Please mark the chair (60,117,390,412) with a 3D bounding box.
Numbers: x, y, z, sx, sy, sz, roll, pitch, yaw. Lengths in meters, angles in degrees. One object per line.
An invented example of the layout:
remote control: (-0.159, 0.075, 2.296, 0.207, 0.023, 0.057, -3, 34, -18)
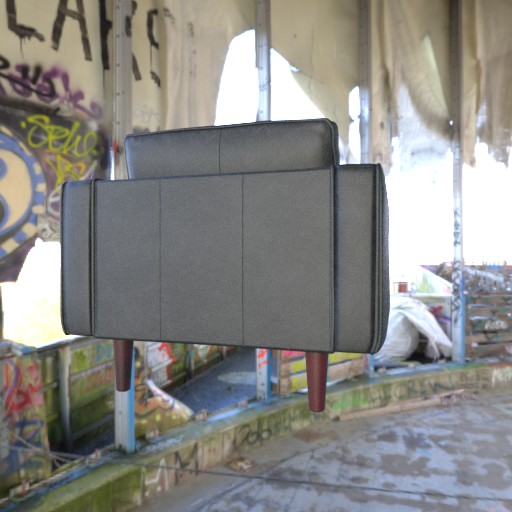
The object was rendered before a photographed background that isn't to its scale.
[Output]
chair: (0.000, 0.000, 1.536, 0.889, 0.763, 0.914, 0, 0, 17)
